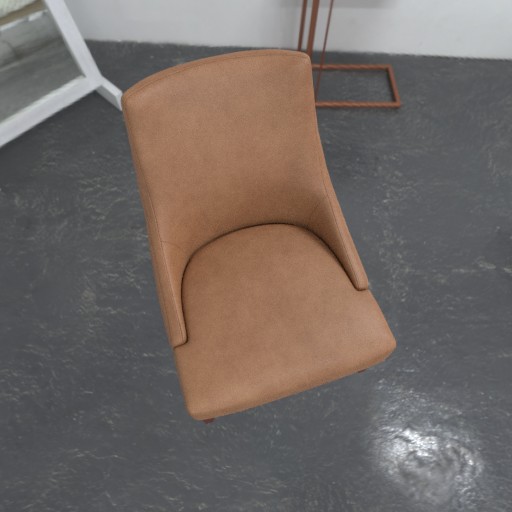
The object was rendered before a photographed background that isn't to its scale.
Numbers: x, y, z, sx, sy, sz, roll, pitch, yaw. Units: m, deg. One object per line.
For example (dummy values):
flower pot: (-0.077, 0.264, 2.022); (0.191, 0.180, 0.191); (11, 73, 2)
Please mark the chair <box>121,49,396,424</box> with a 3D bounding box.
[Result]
chair: (0.000, 0.000, 1.466); (0.701, 0.909, 0.861); (-16, 64, -8)
